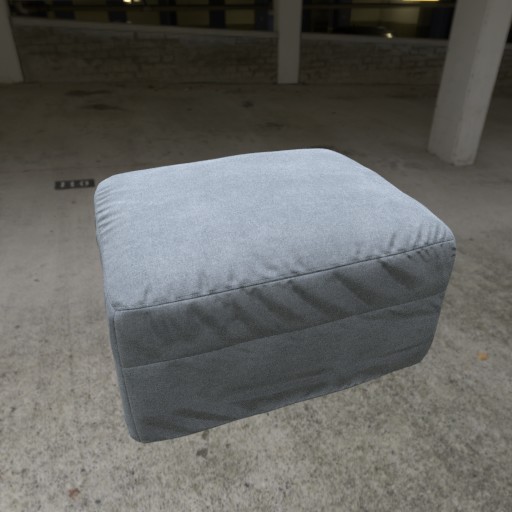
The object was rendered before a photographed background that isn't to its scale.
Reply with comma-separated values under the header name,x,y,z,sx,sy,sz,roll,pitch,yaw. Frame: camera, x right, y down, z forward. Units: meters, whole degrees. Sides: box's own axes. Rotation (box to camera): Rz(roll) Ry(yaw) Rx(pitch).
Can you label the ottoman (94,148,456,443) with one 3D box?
name,x,y,z,sx,sy,sz,roll,pitch,yaw
ottoman,0.000,0.000,1.250,0.837,0.481,0.683,-10,33,-17
